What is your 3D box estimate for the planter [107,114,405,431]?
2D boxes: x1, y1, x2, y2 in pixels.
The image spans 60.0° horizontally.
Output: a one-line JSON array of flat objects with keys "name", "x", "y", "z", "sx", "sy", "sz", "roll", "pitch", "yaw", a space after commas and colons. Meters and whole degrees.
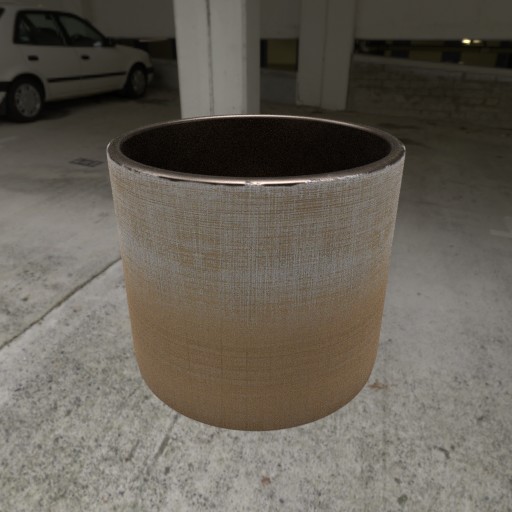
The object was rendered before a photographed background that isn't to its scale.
[{"name": "planter", "x": 0.000, "y": 0.000, "z": 0.380, "sx": 0.221, "sy": 0.201, "sz": 0.221, "roll": 0, "pitch": 27, "yaw": 0}]
